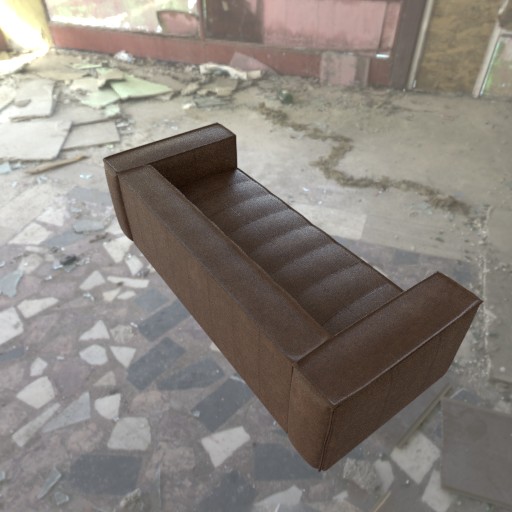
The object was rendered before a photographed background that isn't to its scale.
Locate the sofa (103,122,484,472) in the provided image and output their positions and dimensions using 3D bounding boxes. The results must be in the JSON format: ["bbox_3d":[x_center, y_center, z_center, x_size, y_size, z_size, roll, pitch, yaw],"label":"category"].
[{"bbox_3d":[0.000,0.000,3.016,1.102,0.701,2.581,-26,48,-26],"label":"sofa"}]
